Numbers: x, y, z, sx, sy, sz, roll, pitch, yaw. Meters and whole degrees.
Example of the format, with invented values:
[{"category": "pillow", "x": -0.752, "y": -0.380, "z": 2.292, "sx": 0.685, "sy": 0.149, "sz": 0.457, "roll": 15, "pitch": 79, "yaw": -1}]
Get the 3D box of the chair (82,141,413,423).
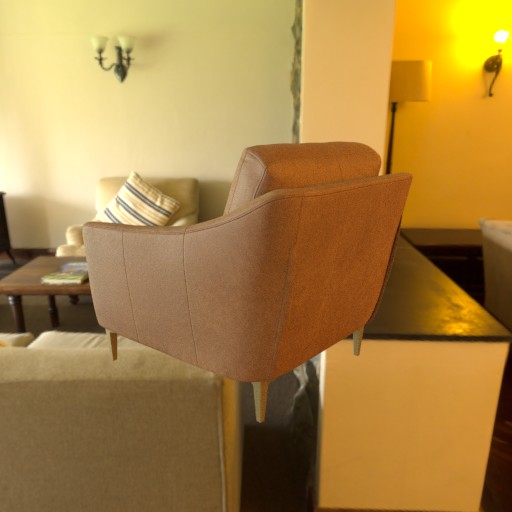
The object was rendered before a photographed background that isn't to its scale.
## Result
[{"category": "chair", "x": 0.000, "y": 0.000, "z": 1.776, "sx": 0.963, "sy": 0.895, "sz": 0.988, "roll": 15, "pitch": 22, "yaw": 41}]
